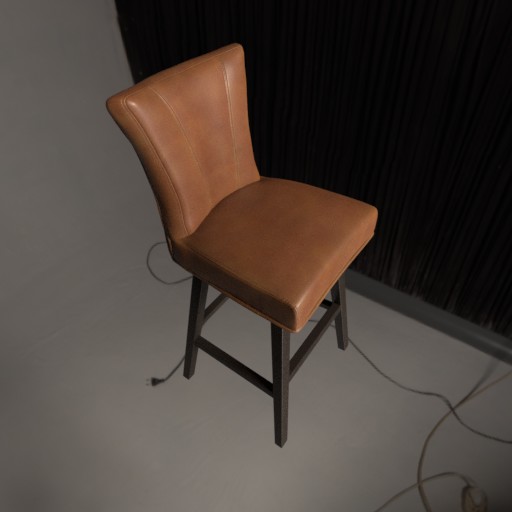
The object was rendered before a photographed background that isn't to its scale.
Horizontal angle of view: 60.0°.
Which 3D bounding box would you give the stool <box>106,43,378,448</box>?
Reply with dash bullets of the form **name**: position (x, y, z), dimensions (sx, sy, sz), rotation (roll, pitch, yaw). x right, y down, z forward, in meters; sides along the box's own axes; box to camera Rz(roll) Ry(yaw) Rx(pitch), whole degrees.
- **stool**: position (0.000, 0.000, 1.422), dimensions (0.585, 1.094, 0.522), rotation (25, 48, 25)
